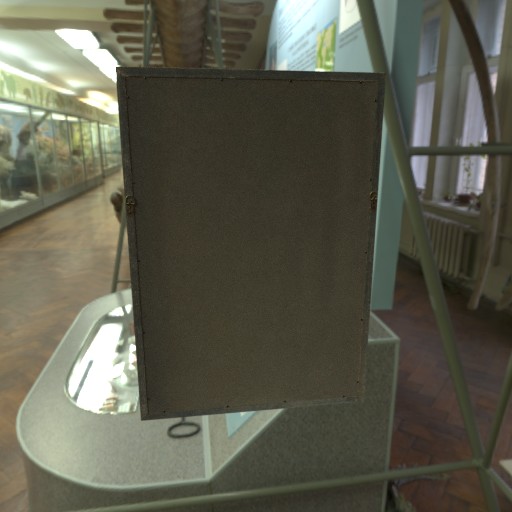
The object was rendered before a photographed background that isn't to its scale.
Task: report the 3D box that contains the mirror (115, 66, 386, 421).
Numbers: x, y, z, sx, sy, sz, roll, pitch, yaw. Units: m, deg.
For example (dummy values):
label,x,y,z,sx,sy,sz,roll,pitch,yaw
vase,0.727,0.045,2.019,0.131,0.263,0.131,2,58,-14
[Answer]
label,x,y,z,sx,sy,sz,roll,pitch,yaw
mirror,0.000,0.000,1.273,0.705,0.996,0.025,-2,14,-8
